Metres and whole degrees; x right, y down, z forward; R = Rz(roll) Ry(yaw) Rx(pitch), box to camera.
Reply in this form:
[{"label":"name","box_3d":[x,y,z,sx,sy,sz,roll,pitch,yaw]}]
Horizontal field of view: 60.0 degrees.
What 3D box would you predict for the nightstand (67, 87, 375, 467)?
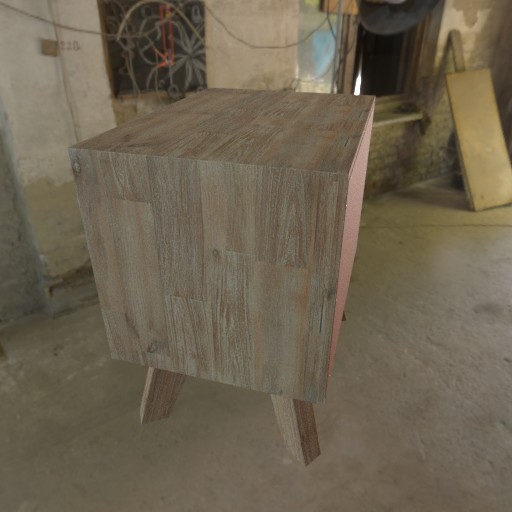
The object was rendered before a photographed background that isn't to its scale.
[{"label":"nightstand","box_3d":[0.000,0.000,0.955,0.396,0.589,0.552,8,31,14]}]
